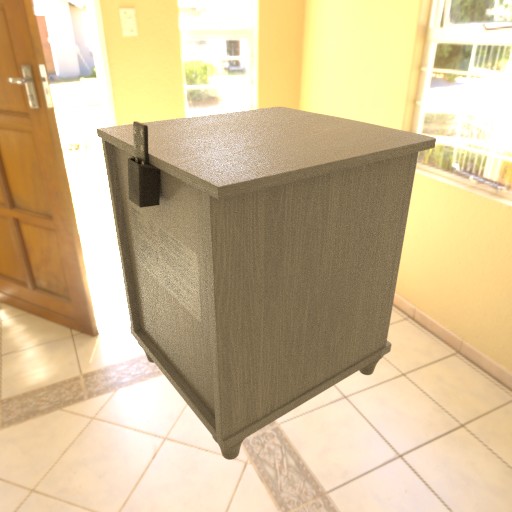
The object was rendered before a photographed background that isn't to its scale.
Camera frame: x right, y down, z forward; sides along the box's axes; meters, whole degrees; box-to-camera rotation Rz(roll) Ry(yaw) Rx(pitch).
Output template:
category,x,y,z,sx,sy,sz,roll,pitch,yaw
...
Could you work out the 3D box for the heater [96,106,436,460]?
category,x,y,z,sx,sy,sz,roll,pitch,yaw
heater,0.000,0.000,0.755,0.400,0.481,0.362,-19,33,-32
